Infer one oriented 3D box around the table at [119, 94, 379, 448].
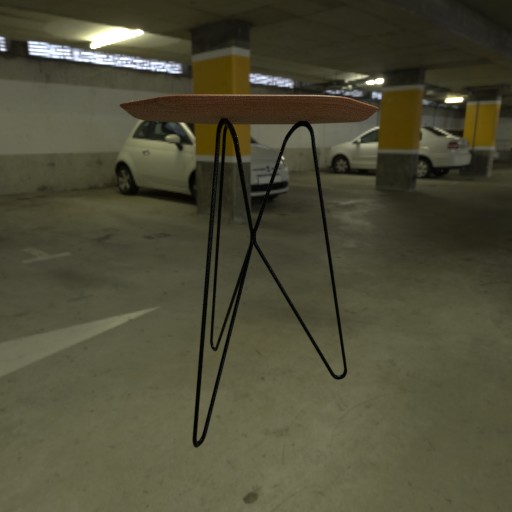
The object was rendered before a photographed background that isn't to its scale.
[{"bbox_3d":[0.000,0.000,0.879,0.400,0.562,0.500,7,16,25],"label":"table"}]
